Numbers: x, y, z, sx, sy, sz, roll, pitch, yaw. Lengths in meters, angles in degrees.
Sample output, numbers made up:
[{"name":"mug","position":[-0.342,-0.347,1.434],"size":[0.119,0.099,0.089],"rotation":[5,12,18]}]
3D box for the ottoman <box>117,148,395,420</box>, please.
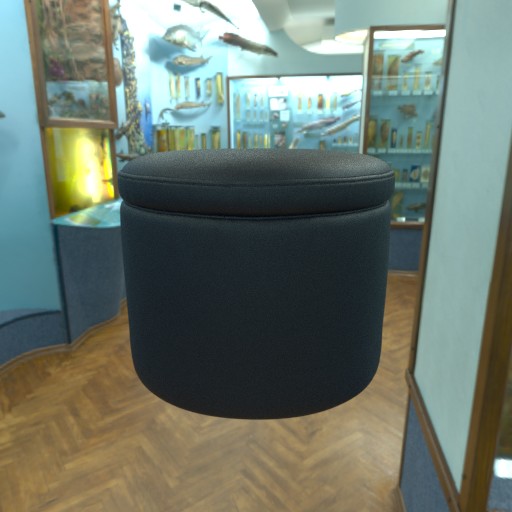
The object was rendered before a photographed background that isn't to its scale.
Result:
[{"name":"ottoman","position":[0.000,0.000,0.873],"size":[0.501,0.409,0.501],"rotation":[0,15,0]}]
